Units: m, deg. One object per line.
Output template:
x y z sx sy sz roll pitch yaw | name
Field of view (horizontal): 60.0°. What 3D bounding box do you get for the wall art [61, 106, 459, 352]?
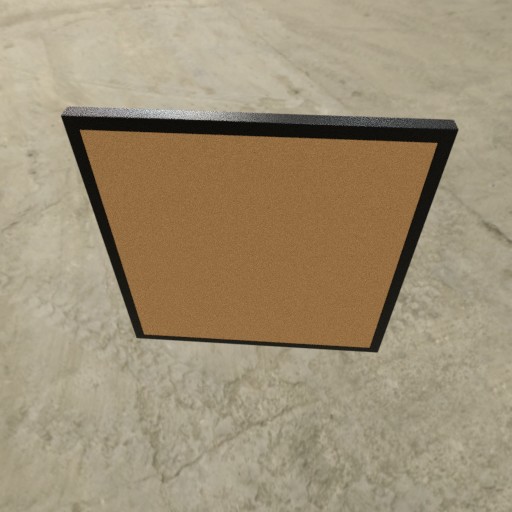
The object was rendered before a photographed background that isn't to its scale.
0.000 0.000 1.122 0.755 0.761 0.038 3 46 3 | wall art
